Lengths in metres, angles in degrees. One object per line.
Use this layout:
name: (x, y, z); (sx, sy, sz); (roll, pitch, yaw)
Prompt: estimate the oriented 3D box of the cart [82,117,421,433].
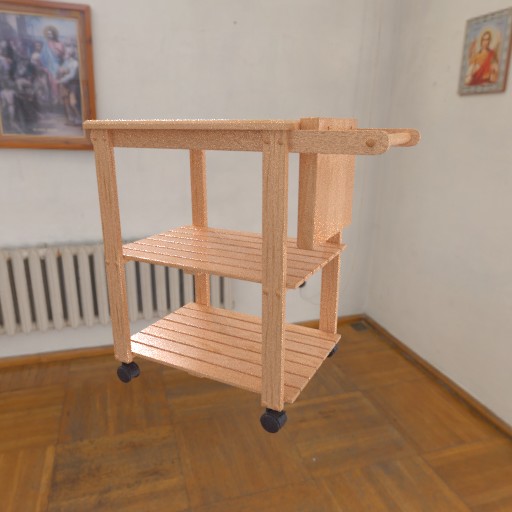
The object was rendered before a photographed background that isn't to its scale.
cart: (0.000, 0.000, 1.377); (0.843, 0.816, 0.520); (9, 19, 26)
